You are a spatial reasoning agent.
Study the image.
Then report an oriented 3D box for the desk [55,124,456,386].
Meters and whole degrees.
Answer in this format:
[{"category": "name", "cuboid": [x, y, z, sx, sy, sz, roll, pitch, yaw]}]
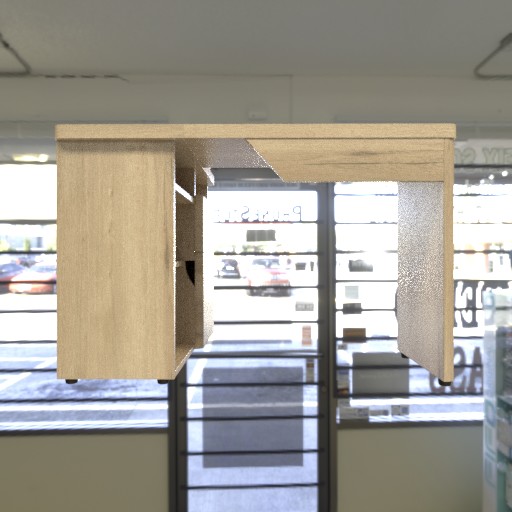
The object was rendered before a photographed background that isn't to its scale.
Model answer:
[{"category": "desk", "cuboid": [0.000, 0.000, 1.721, 1.169, 0.760, 0.900, 0, 0, 0]}]
